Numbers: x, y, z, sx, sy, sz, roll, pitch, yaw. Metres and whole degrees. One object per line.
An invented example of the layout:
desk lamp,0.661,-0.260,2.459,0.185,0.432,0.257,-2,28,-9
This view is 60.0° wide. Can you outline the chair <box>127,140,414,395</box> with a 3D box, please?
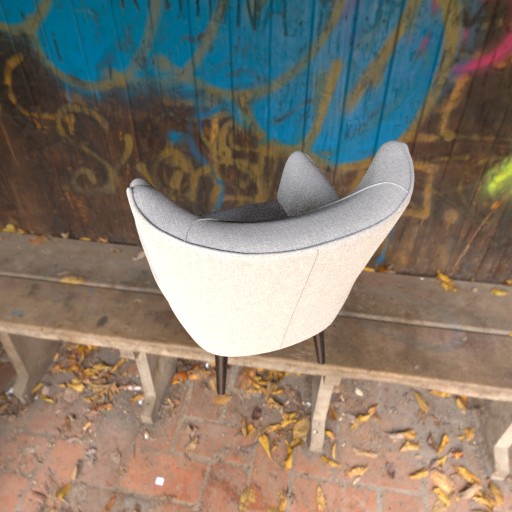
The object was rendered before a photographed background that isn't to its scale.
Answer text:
chair,0.000,0.000,1.589,0.781,0.933,0.888,-13,43,-14
